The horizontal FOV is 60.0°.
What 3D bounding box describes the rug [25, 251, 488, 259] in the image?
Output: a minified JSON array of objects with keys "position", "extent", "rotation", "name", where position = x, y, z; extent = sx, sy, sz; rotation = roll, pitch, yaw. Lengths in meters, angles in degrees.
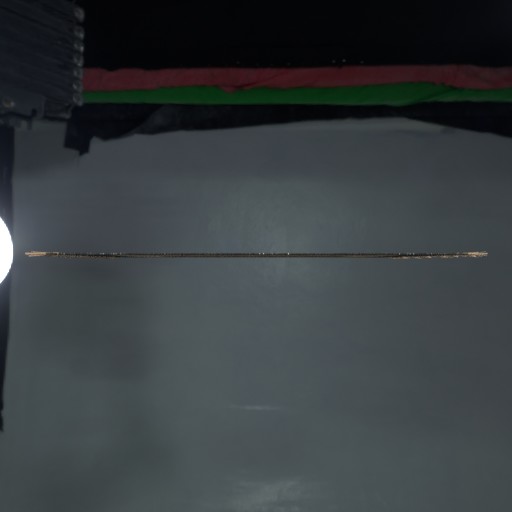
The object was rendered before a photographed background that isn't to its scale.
[{"position":[0.000,0.000,2.517],"extent":[2.021,0.027,1.224],"rotation":[0,-1,-1],"name":"rug"}]
